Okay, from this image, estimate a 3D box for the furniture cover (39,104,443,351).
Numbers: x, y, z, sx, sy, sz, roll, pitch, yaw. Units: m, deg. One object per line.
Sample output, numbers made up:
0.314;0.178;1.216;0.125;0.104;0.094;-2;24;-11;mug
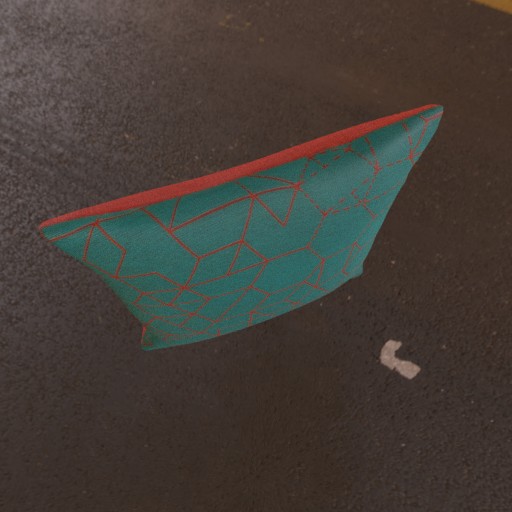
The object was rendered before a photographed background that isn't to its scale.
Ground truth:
0.000;0.000;0.755;0.517;0.508;0.158;-19;65;-9;furniture cover
